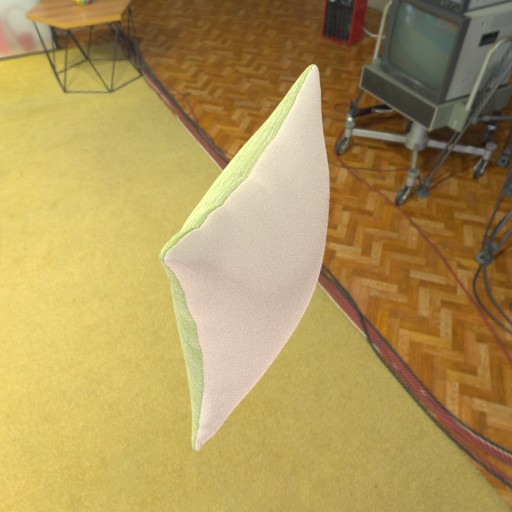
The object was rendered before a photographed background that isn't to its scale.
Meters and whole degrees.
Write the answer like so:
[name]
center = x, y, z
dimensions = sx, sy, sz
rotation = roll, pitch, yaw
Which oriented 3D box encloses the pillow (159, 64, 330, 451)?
[pillow]
center = 0.000, 0.000, 0.801
dimensions = 0.229, 0.487, 0.560
rotation = 17, 48, 15
